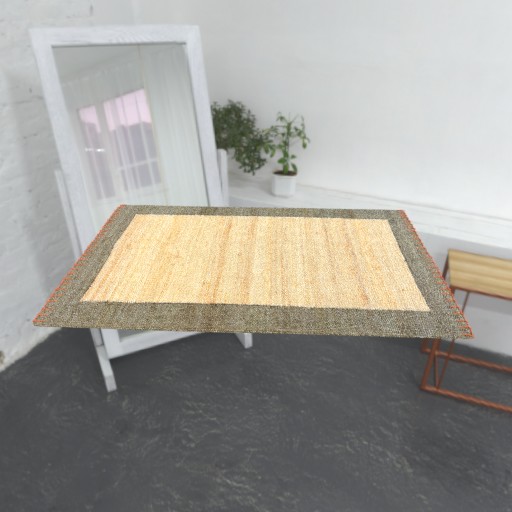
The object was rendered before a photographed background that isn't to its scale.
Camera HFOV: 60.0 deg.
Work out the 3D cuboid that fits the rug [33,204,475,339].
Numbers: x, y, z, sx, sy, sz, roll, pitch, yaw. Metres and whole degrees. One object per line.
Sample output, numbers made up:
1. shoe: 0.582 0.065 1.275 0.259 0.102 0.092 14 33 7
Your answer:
1. rug: 0.000 0.000 2.320 1.838 0.019 1.220 1 31 2
